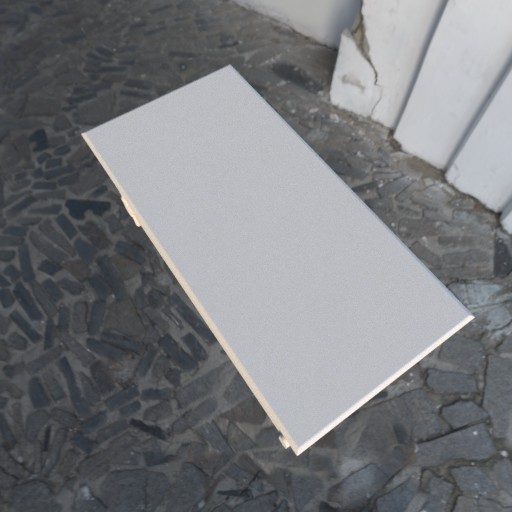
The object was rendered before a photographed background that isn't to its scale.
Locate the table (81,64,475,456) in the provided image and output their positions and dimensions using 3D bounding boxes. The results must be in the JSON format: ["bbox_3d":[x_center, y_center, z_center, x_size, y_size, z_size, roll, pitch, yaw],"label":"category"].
[{"bbox_3d":[0.000,0.000,1.454,0.551,0.506,1.109,-32,67,-15],"label":"table"}]
